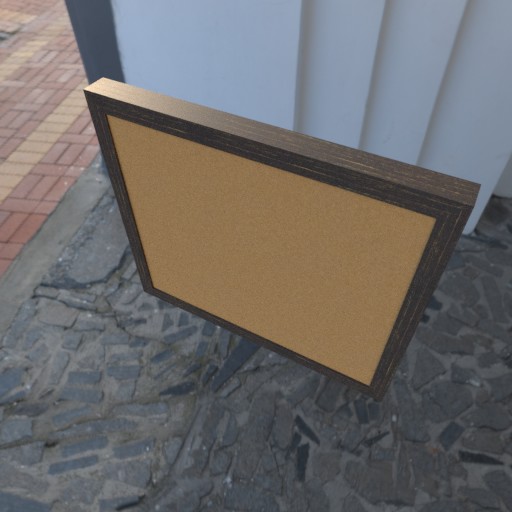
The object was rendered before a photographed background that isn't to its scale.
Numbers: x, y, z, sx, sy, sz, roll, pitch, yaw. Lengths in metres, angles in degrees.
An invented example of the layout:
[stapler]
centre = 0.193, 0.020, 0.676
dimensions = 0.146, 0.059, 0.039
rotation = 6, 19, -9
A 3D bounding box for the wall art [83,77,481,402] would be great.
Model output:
[wall art]
centre = 0.000, 0.000, 0.517
dimensions = 0.381, 0.330, 0.031
rotation = 21, 51, 19
